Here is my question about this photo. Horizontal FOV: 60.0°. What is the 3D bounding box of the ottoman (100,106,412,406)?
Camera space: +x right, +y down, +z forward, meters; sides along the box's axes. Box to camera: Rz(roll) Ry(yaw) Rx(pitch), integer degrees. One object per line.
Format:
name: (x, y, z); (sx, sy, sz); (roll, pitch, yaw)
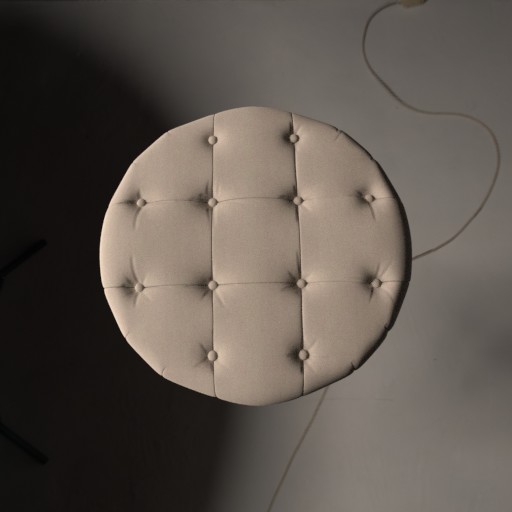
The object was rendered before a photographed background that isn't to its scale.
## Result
ottoman: (0.000, 0.000, 1.429); (0.901, 0.439, 0.901); (0, 78, 0)
